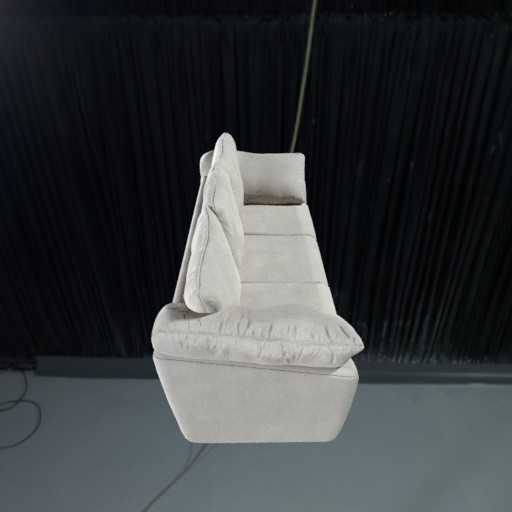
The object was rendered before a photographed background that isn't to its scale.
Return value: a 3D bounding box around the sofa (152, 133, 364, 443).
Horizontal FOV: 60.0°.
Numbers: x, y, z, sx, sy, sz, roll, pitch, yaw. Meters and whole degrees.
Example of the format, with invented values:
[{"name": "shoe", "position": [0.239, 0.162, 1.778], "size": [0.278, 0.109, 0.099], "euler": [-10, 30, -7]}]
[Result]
[{"name": "sofa", "position": [0.000, 0.000, 2.859], "size": [0.878, 0.996, 2.334], "euler": [0, 32, -1]}]
